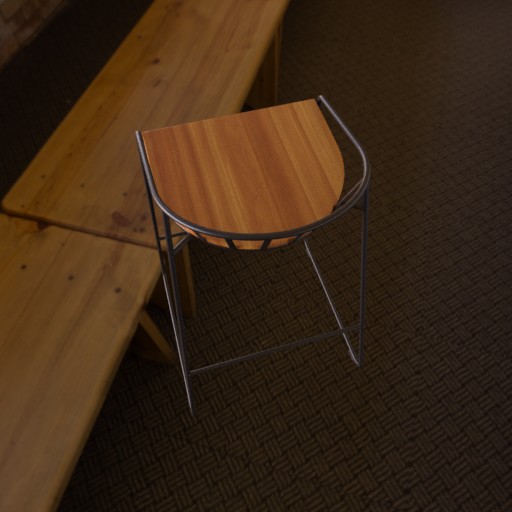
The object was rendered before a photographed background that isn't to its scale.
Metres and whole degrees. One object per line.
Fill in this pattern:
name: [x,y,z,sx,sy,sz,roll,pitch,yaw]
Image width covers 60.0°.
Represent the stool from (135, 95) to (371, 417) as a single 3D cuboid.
stool: [0.000,0.000,1.160,0.546,0.812,0.521,-14,59,-9]
